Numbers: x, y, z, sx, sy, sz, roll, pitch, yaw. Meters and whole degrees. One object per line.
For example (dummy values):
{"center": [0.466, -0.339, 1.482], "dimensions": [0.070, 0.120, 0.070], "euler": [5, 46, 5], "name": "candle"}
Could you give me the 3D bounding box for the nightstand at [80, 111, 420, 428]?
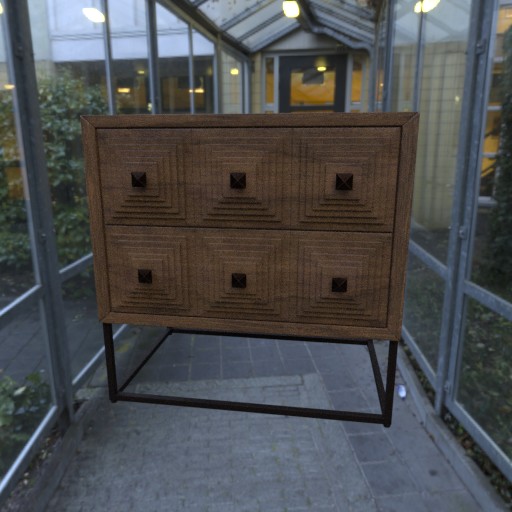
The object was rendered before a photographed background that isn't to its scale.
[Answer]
{"center": [0.000, 0.000, 1.035], "dimensions": [0.610, 0.610, 0.437], "euler": [2, 14, 8], "name": "nightstand"}
